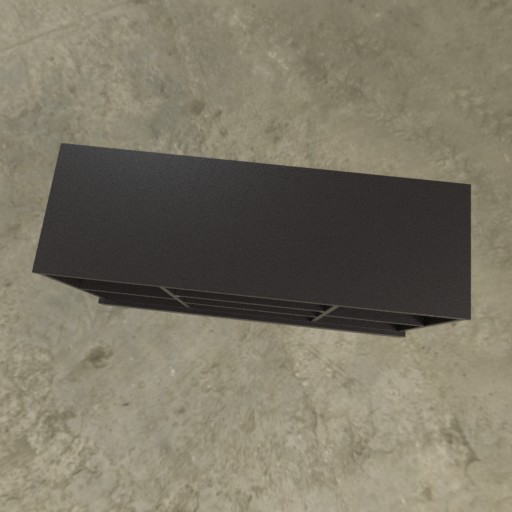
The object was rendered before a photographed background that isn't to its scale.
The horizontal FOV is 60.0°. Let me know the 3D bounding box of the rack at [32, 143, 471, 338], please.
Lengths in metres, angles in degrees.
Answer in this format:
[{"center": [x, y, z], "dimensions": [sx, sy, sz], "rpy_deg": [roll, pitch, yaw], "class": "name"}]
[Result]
[{"center": [0.000, 0.000, 1.528], "dimensions": [1.206, 0.635, 0.399], "rpy_deg": [6, 77, 1], "class": "rack"}]
